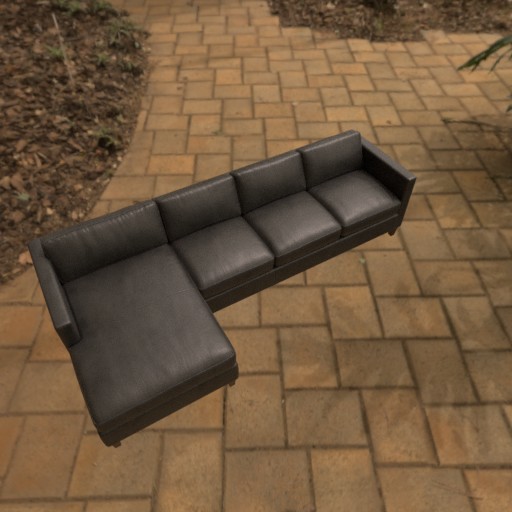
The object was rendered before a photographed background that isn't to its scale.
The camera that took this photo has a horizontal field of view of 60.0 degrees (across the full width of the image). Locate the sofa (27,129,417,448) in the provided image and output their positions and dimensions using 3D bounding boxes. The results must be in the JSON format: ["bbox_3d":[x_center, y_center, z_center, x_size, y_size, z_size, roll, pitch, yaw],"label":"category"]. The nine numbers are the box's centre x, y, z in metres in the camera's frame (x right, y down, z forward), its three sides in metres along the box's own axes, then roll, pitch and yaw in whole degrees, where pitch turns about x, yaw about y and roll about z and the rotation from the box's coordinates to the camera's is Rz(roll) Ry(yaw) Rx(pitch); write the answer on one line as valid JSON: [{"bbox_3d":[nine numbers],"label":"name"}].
[{"bbox_3d":[0.000,0.000,3.728,3.203,0.883,1.581,-23,52,-20],"label":"sofa"}]
